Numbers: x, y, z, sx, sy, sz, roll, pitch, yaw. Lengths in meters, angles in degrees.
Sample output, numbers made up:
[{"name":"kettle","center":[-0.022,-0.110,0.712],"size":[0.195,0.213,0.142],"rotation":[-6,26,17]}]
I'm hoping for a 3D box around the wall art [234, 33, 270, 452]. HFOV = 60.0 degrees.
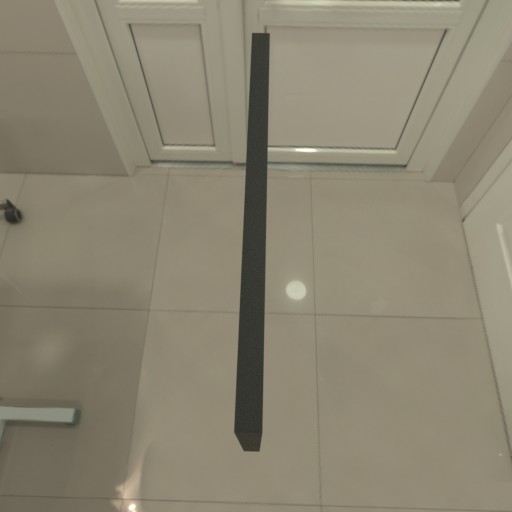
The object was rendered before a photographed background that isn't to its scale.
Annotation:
[{"name":"wall art","center":[0.000,0.000,0.564],"size":[0.021,0.301,0.443],"rotation":[1,64,1]}]
